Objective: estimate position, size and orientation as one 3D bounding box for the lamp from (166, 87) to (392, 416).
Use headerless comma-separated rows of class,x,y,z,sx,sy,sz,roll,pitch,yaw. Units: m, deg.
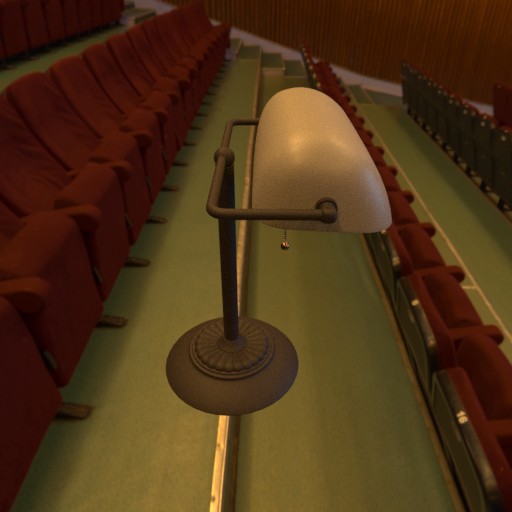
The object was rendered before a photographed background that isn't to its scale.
lamp,0.000,0.000,0.511,0.243,0.339,0.264,0,33,1
